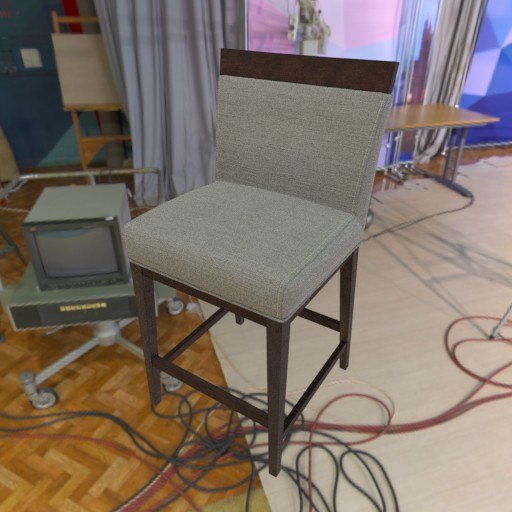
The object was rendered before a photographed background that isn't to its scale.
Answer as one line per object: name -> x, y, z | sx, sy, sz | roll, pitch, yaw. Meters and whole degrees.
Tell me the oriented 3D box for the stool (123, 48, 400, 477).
stool -> 0.000, 0.000, 1.256 | 0.512, 1.009, 0.531 | 19, 36, 28
